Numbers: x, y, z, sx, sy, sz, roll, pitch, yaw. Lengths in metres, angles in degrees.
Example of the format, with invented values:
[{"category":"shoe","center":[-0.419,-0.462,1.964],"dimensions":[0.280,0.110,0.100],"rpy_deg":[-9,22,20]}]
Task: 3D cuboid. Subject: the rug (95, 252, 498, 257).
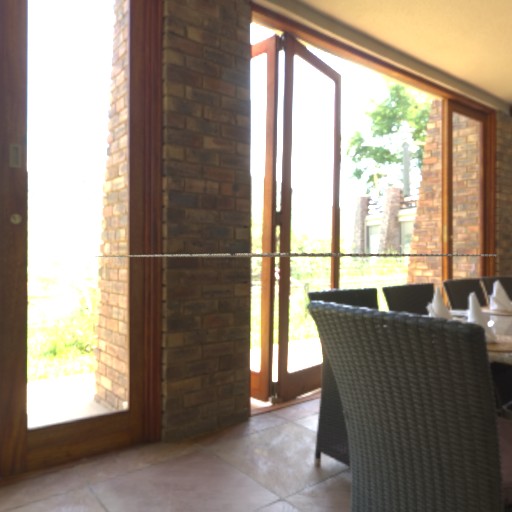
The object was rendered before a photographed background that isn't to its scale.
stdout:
[{"category":"rug","center":[0.000,0.000,2.421],"dimensions":[1.196,0.008,2.006],"rpy_deg":[0,0,-35]}]
